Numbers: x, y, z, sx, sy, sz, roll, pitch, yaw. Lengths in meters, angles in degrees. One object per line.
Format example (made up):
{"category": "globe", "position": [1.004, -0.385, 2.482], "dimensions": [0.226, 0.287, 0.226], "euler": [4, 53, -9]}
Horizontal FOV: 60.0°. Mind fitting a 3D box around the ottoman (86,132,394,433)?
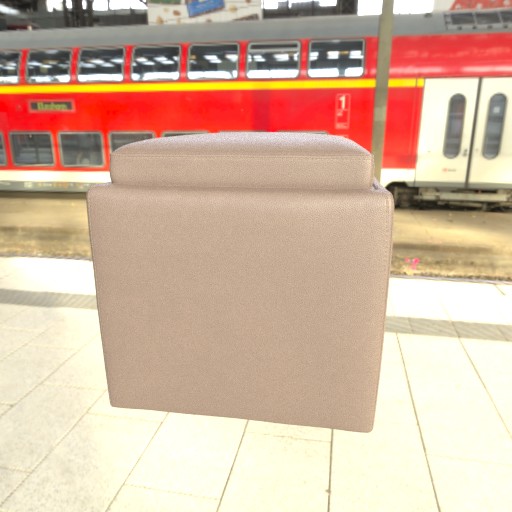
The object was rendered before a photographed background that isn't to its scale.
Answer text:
{"category": "ottoman", "position": [0.000, 0.000, 0.857], "dimensions": [0.451, 0.460, 0.450], "euler": [3, 17, 9]}
